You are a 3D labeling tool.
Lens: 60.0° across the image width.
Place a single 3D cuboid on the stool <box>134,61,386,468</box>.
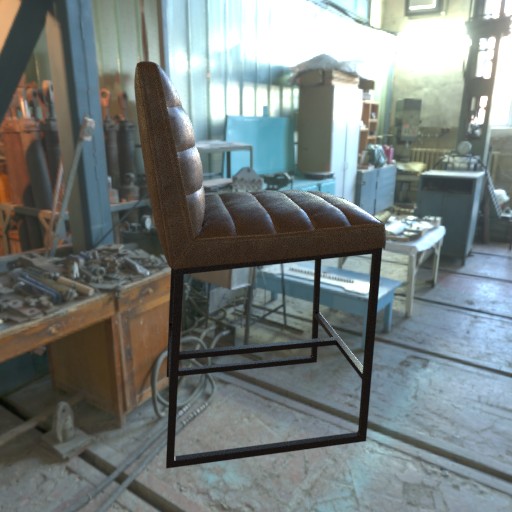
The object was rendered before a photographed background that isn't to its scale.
[{"bbox_3d":[0.000,0.000,1.217,0.562,0.942,0.463,-3,17,-10],"label":"stool"}]
